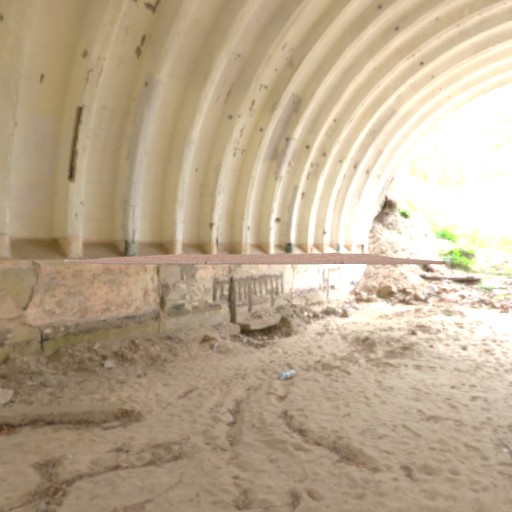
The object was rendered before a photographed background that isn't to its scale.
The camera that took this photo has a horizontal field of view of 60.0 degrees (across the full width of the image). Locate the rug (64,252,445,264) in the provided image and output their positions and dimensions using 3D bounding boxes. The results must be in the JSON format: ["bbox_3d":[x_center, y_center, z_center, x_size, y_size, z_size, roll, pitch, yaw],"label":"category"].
[{"bbox_3d":[0.000,0.000,2.319,1.230,0.025,1.837,0,1,0],"label":"rug"}]
